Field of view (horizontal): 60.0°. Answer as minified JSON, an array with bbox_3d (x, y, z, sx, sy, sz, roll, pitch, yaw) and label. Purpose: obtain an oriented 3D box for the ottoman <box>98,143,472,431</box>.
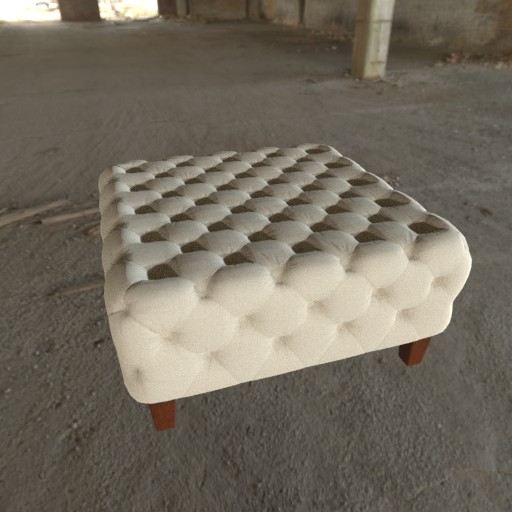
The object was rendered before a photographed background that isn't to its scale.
[{"bbox_3d":[0.000,0.000,1.196,0.755,0.376,0.753,-9,32,-15],"label":"ottoman"}]
